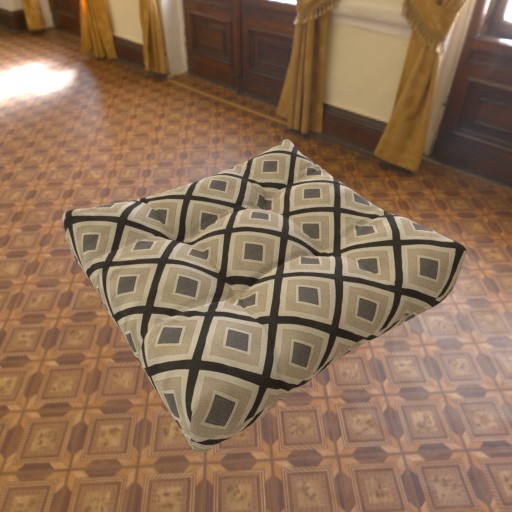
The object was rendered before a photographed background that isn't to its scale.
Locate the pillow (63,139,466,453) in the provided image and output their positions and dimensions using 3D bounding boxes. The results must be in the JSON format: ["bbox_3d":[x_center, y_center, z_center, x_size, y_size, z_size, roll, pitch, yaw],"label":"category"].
[{"bbox_3d":[0.000,0.000,0.732,0.490,0.128,0.468,-25,47,-26],"label":"pillow"}]
